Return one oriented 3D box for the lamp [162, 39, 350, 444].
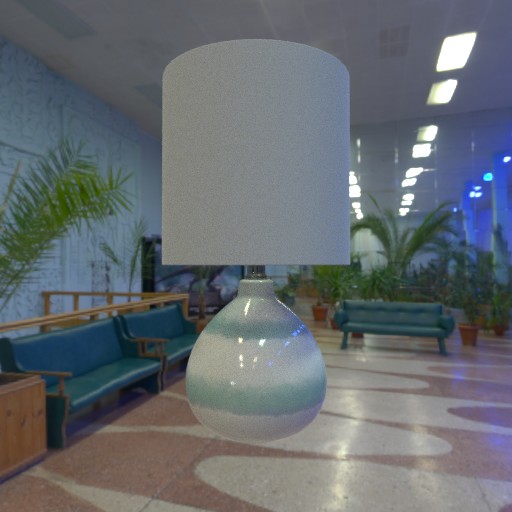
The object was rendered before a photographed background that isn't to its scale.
[{"bbox_3d":[0.000,0.000,0.521,0.217,0.404,0.217,0,-1,19],"label":"lamp"}]
